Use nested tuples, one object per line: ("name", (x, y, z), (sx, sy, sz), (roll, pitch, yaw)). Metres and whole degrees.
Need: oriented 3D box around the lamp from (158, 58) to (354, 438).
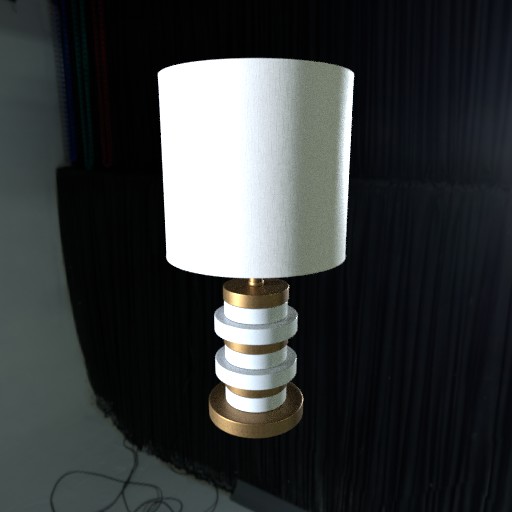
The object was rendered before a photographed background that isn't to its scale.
("lamp", (0.000, 0.000, 0.531), (0.210, 0.410, 0.210), (7, 15, 26))
